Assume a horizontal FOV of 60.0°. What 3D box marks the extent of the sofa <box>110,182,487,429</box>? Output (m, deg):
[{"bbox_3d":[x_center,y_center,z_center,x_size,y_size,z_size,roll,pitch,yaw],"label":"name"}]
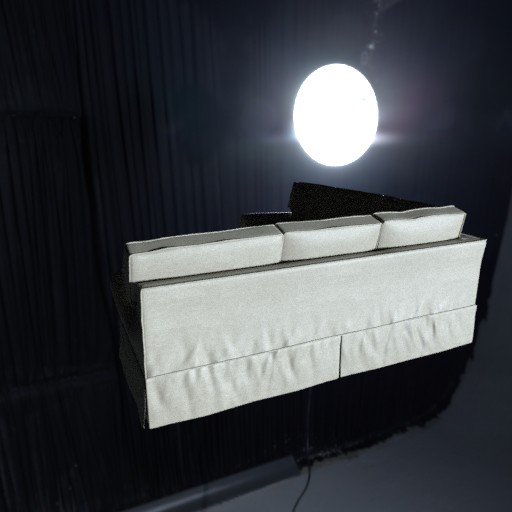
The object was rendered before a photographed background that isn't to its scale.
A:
[{"bbox_3d":[0.000,0.000,3.991,2.623,1.081,2.618,-7,17,-24],"label":"sofa"}]
